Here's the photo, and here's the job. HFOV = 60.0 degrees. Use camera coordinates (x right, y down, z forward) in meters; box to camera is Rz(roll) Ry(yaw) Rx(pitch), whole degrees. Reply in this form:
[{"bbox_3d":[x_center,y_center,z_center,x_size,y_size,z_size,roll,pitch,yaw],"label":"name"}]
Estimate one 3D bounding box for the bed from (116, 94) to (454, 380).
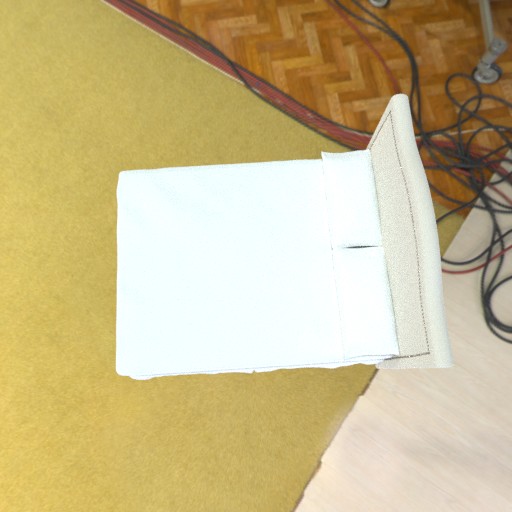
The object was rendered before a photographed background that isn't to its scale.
[{"bbox_3d":[0.000,0.000,3.284,2.143,1.460,1.753,-4,75,-1],"label":"bed"}]
